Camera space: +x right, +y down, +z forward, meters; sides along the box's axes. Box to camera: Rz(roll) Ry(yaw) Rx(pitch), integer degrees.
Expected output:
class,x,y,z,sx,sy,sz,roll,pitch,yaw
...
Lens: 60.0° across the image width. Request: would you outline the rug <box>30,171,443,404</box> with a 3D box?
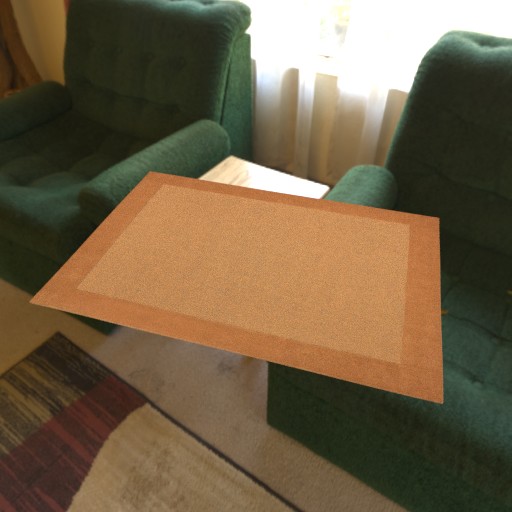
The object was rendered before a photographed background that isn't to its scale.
class,x,y,z,sx,sy,sz,roll,pitch,yaw
rug,0.000,0.000,2.299,1.829,0.014,1.219,11,42,12
